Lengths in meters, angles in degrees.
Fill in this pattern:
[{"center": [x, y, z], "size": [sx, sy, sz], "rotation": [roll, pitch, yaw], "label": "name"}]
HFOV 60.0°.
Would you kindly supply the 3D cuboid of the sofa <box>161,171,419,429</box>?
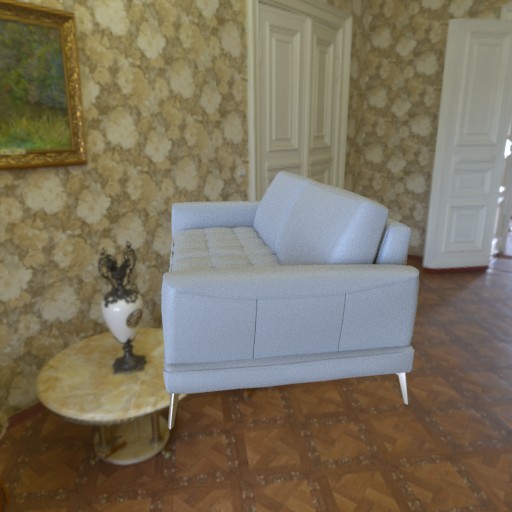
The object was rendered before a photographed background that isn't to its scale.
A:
[{"center": [0.000, 0.000, 2.774], "size": [1.121, 0.930, 2.177], "rotation": [-2, 15, -9], "label": "sofa"}]
